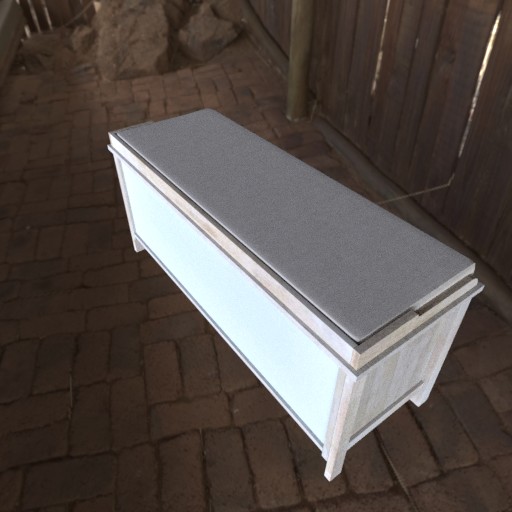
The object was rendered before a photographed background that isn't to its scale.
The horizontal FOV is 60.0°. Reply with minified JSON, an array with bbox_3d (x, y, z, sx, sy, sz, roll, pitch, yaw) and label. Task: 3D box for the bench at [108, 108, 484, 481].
[{"bbox_3d":[0.000,0.000,1.357,0.398,0.501,1.140,-25,46,-27],"label":"bench"}]
